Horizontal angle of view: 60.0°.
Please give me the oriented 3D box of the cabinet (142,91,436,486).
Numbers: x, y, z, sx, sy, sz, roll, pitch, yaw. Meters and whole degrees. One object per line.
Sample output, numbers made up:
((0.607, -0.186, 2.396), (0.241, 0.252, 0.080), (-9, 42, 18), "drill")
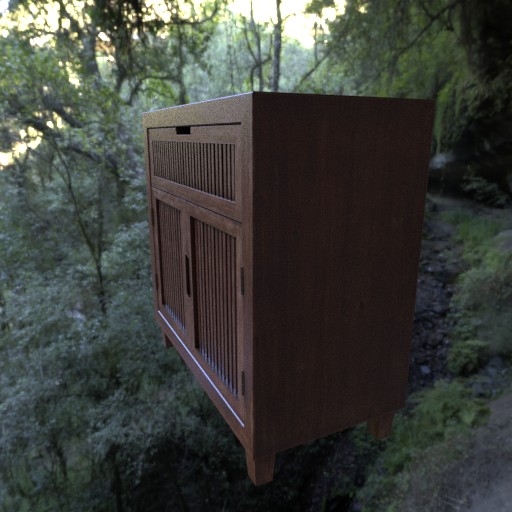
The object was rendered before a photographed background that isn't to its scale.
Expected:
((0.000, 0.000, 1.235), (0.412, 0.785, 0.796), (-7, 17, -25), "cabinet")
